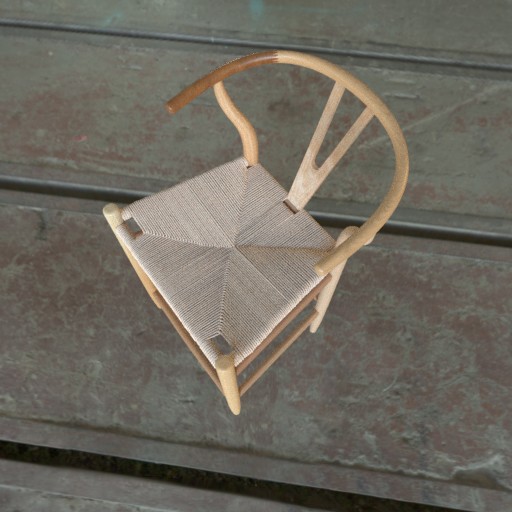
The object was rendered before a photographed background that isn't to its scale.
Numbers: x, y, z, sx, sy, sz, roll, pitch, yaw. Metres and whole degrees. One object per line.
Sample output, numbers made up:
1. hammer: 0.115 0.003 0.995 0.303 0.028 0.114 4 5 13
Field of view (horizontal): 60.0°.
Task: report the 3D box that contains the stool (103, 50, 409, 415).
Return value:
1. stool: 0.000 0.000 1.256 0.575 0.923 0.536 -34 68 -16
